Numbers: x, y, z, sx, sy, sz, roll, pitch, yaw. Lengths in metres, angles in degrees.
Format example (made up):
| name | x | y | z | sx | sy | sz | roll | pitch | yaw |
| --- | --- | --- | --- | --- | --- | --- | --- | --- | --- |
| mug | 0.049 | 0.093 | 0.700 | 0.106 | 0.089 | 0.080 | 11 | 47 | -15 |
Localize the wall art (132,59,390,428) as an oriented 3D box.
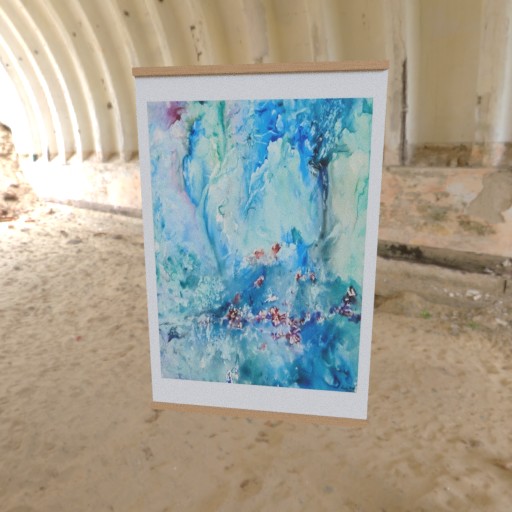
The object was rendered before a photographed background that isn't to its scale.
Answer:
| name | x | y | z | sx | sy | sz | roll | pitch | yaw |
| --- | --- | --- | --- | --- | --- | --- | --- | --- | --- |
| wall art | 0.000 | 0.000 | 1.875 | 0.991 | 1.510 | 0.040 | 2 | 13 | 8 |
